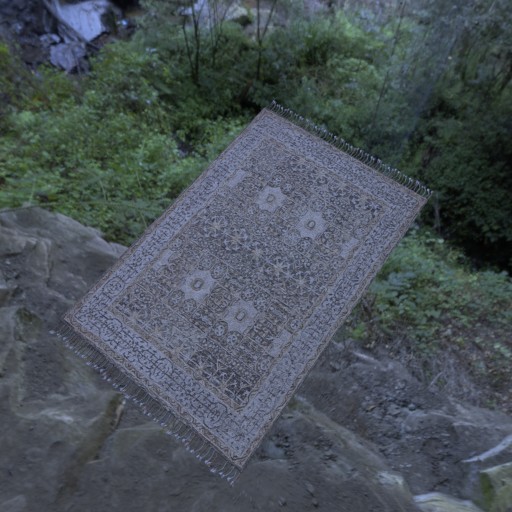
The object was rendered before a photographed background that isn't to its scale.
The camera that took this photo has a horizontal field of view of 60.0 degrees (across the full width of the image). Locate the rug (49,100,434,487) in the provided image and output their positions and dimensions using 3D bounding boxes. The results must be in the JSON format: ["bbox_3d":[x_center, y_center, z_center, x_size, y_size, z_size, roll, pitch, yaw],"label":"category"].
[{"bbox_3d":[0.000,0.000,2.535,1.237,0.010,2.029,34,69,15],"label":"rug"}]
